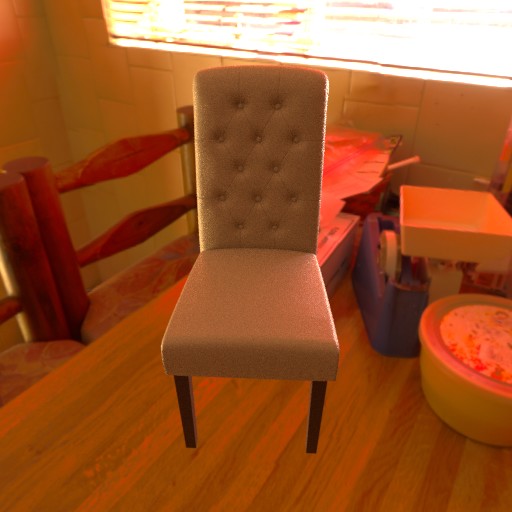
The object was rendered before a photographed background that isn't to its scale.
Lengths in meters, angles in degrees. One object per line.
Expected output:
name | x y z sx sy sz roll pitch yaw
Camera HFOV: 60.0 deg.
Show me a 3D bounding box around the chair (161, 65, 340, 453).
chair | 0.000 0.000 1.364 0.456 1.006 0.671 2 32 2
